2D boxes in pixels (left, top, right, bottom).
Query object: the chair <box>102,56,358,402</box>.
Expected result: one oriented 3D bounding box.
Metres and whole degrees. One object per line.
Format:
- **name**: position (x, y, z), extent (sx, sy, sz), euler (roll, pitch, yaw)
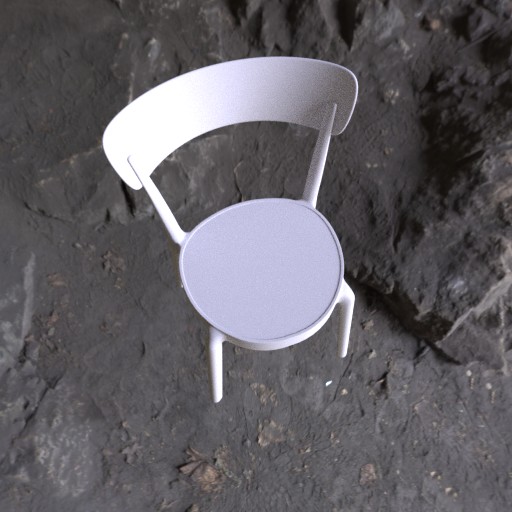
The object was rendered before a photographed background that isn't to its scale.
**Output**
- **chair**: position (0.000, 0.000, 1.126), extent (0.506, 0.790, 0.491), euler (-17, 65, -8)
